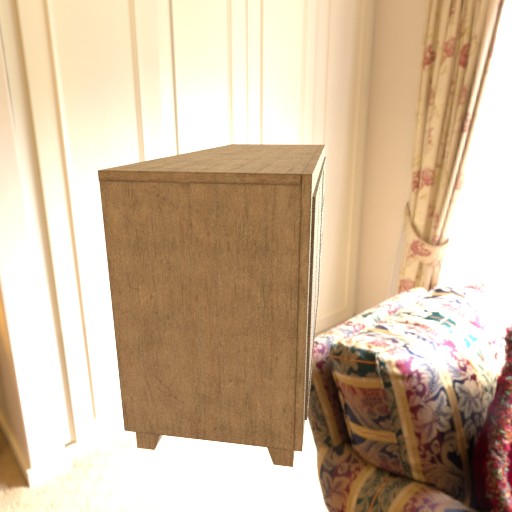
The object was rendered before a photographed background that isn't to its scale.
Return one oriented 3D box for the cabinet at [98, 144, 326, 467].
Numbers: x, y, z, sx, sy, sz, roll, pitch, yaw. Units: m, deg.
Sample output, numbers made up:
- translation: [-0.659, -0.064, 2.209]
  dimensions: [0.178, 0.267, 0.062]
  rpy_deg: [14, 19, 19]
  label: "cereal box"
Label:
- translation: [0.000, 0.000, 1.811]
  dimensions: [0.511, 0.825, 1.460]
  rpy_deg: [3, 17, 9]
  label: "cabinet"
